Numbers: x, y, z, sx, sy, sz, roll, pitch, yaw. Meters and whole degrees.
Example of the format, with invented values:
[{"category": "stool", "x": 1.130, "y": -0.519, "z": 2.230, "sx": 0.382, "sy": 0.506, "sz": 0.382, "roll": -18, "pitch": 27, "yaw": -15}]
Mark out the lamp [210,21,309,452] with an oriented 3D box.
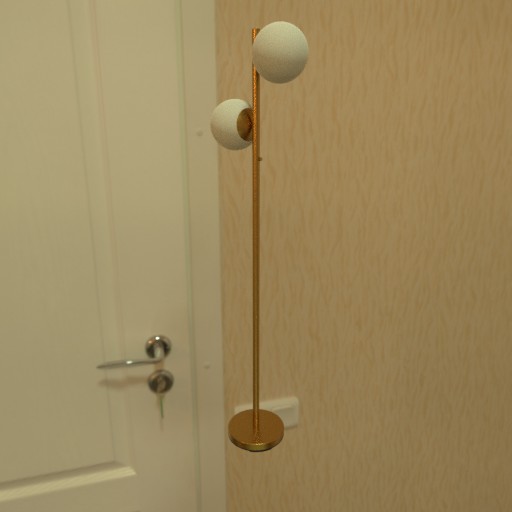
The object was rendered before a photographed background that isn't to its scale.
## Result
[{"category": "lamp", "x": 0.000, "y": 0.000, "z": 1.756, "sx": 0.249, "sy": 1.641, "sz": 0.419, "roll": -15, "pitch": 21, "yaw": -43}]
